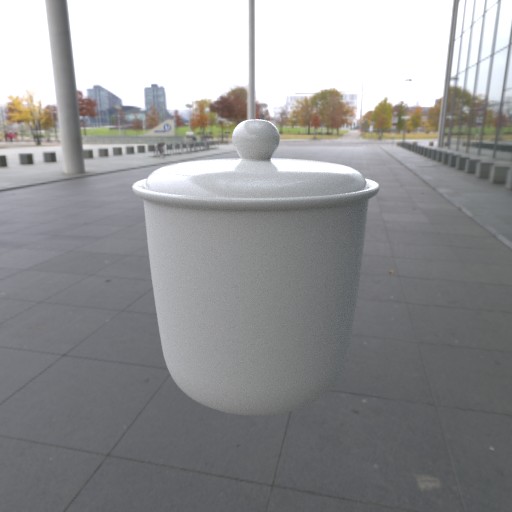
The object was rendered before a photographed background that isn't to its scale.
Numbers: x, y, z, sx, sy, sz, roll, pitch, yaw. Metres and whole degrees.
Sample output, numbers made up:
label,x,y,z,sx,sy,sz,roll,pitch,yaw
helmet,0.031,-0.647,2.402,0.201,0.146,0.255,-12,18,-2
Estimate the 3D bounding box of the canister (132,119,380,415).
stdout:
label,x,y,z,sx,sy,sz,roll,pitch,yaw
canister,0.000,0.000,0.353,0.182,0.208,0.182,0,16,0
